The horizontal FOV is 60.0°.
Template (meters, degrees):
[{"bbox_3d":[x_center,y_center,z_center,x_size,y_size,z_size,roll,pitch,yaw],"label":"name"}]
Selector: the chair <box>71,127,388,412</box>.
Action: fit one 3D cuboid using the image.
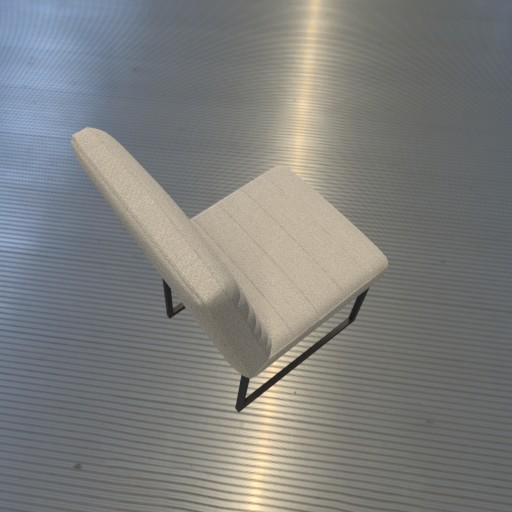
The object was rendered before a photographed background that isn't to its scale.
[{"bbox_3d":[0.000,0.000,1.306,0.634,0.930,0.520,-33,63,-19],"label":"chair"}]
